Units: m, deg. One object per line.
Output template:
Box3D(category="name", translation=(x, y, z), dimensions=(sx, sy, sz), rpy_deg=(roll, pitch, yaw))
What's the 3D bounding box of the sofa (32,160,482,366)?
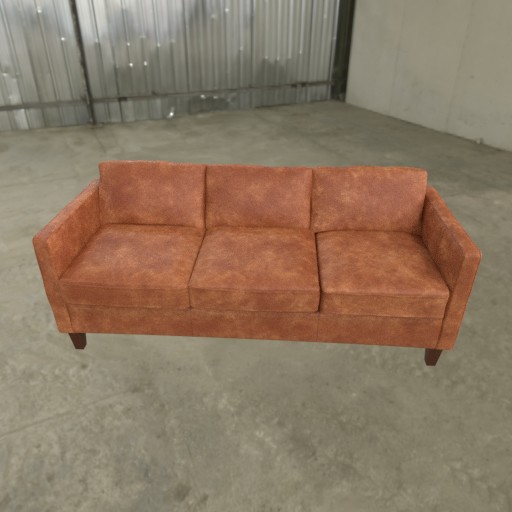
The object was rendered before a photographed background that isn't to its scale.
Box3D(category="sofa", translation=(0.000, 0.000, 2.918), dimensions=(2.464, 1.006, 1.045), rpy_deg=(2, 31, 3))
